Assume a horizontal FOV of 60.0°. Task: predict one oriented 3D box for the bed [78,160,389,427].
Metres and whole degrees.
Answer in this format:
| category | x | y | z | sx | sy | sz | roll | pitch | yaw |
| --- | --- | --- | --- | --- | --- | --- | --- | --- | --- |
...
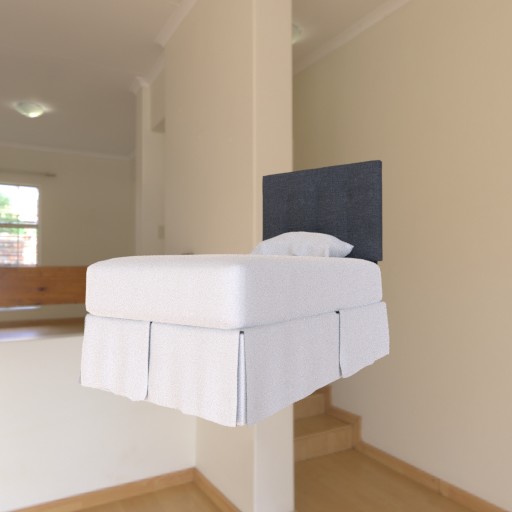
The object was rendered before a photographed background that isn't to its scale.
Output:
| category | x | y | z | sx | sy | sz | roll | pitch | yaw |
| --- | --- | --- | --- | --- | --- | --- | --- | --- | --- |
| bed | 0.000 | 0.000 | 3.093 | 1.261 | 1.571 | 1.997 | -1 | -1 | 35 |
